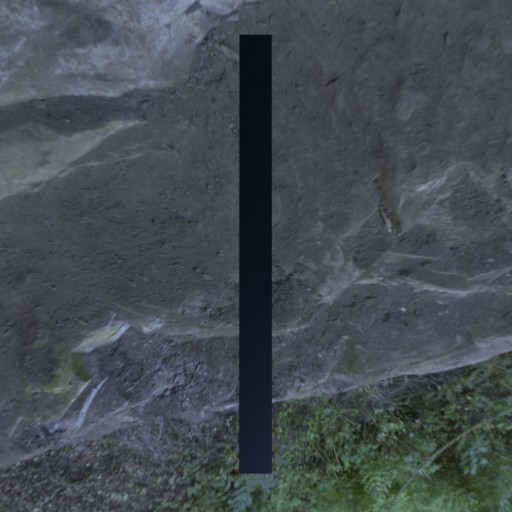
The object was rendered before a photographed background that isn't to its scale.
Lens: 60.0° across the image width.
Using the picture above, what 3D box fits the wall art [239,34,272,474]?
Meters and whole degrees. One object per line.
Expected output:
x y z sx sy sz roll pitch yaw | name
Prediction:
0.000 0.000 0.766 0.038 0.508 0.508 0 89 0 | wall art
